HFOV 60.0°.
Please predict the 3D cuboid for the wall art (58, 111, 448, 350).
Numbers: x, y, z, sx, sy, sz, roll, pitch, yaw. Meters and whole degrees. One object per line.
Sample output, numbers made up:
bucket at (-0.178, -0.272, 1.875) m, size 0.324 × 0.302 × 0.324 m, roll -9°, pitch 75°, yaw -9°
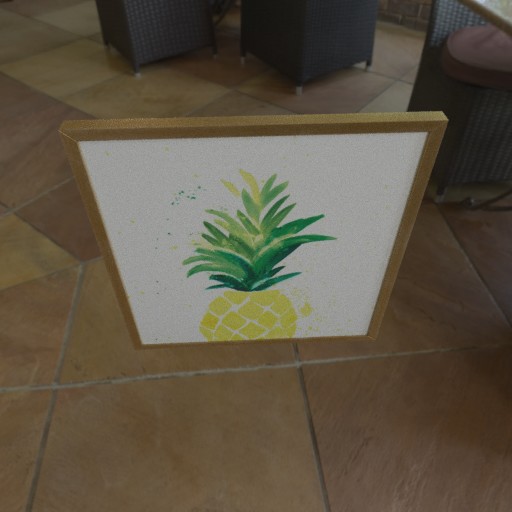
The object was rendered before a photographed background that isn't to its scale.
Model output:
wall art at (0.000, 0.000, 1.146) m, size 0.762 × 0.760 × 0.037 m, roll -2°, pitch 45°, yaw -2°
